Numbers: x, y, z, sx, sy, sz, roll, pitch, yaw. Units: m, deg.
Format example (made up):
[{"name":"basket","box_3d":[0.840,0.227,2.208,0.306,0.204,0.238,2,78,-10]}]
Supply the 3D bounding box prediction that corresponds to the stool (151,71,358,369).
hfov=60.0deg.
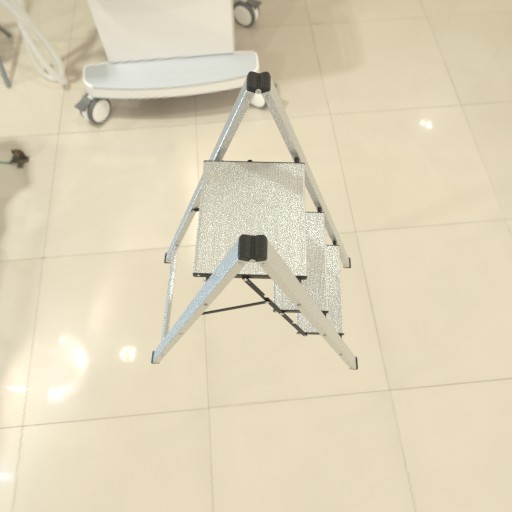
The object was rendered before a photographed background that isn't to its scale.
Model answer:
[{"name":"stool","box_3d":[0.000,0.000,1.249,0.730,0.902,0.441,1,65,1]}]
